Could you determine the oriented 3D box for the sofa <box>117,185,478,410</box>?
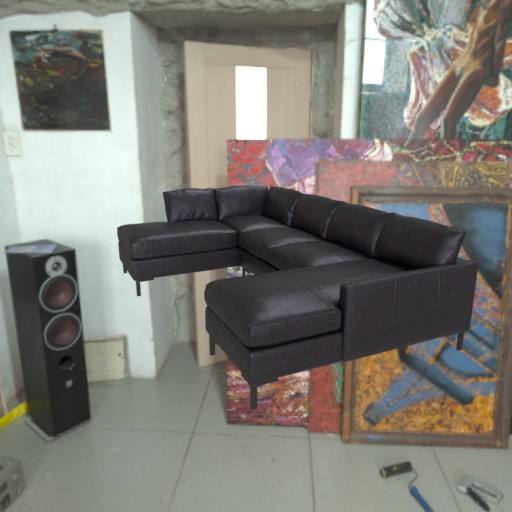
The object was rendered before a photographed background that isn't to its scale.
[{"bbox_3d":[0.000,0.000,3.900,1.939,0.900,2.956,-7,17,-24],"label":"sofa"}]
